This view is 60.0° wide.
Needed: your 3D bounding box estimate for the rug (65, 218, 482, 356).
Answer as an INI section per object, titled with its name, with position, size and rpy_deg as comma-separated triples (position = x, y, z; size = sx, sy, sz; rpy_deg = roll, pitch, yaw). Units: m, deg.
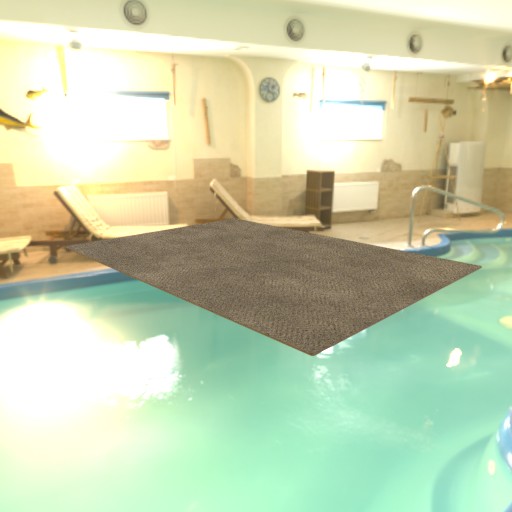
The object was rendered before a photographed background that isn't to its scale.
[rug]
position = 0.000, 0.000, 2.883
size = 1.600, 0.008, 2.235
rpy_deg = -14, 21, -42
